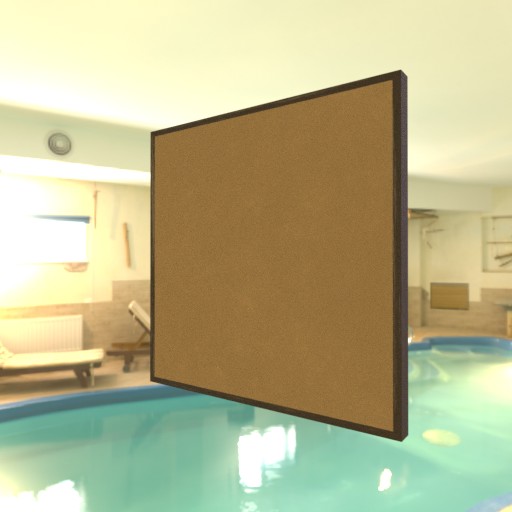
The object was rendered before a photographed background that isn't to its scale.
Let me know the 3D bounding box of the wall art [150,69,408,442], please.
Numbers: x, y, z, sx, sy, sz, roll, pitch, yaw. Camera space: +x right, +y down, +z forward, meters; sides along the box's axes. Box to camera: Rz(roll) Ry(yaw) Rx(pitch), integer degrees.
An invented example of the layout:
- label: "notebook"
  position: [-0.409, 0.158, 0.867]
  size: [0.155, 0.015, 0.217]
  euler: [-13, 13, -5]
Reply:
- label: "wall art"
  position: [0.000, 0.000, 1.143]
  size: [0.762, 0.758, 0.043]
  euler: [0, 0, 36]
